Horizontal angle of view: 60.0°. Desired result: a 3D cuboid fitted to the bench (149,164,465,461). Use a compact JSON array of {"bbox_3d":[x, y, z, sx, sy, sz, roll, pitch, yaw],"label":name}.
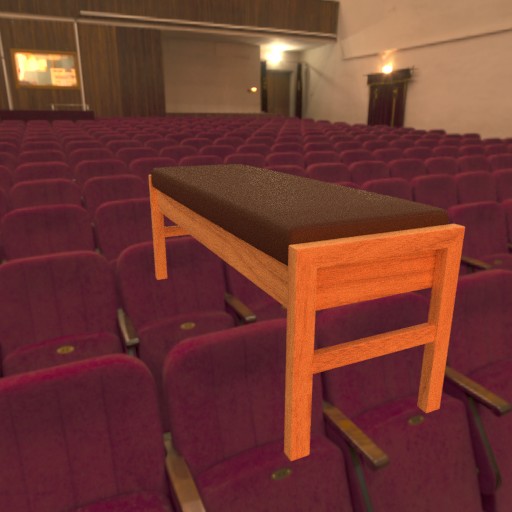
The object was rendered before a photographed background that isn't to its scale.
[{"bbox_3d":[0.000,0.000,1.422,0.405,0.480,1.200,-8,19,-24],"label":"bench"}]
